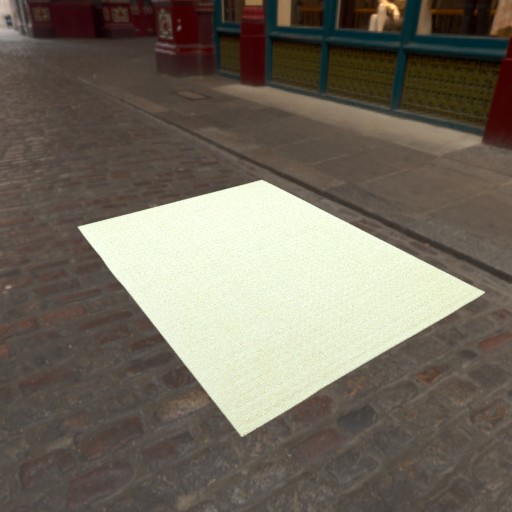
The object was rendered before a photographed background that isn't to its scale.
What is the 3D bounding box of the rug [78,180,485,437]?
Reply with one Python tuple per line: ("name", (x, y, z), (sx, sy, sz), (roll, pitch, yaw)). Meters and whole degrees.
("rug", (0.000, 0.000, 4.219), (2.452, 0.016, 3.204), (-19, 36, -30))
